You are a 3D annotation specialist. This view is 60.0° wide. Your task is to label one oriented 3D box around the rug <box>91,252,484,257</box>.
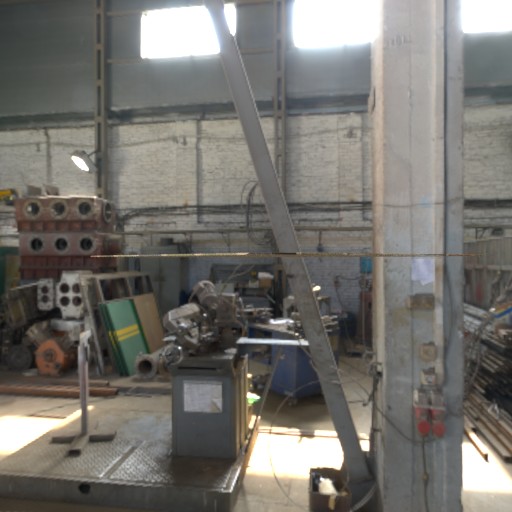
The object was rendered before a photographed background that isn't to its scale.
[{"bbox_3d":[0.000,0.000,2.382,1.216,0.006,1.828,0,0,-36],"label":"rug"}]
